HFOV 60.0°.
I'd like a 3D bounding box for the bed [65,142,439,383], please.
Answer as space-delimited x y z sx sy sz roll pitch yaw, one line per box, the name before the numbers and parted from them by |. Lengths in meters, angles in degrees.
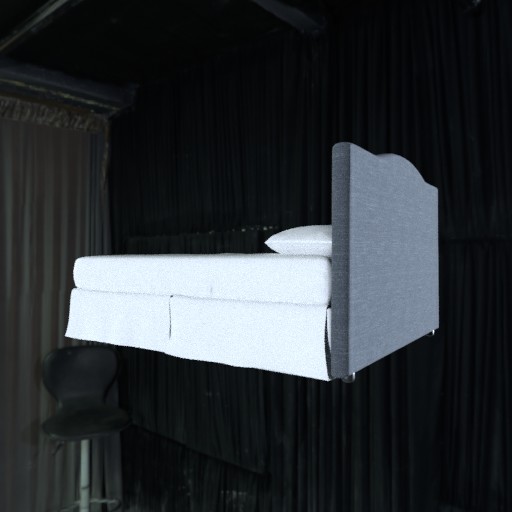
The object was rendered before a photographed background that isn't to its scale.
bed | 0.000 0.000 4.035 2.689 1.457 2.161 0 0 35
